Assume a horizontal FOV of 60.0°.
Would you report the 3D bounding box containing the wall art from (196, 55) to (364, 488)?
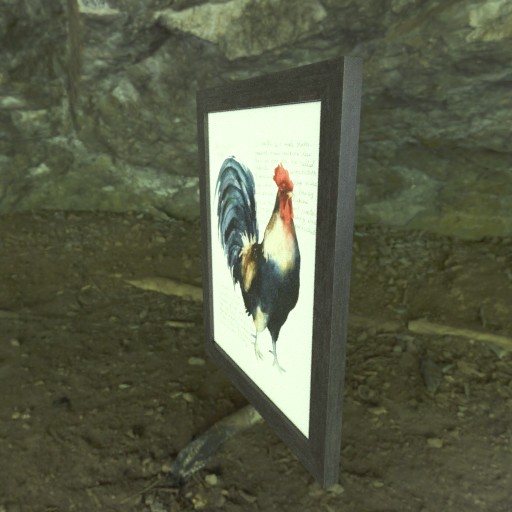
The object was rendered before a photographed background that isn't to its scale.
[{"bbox_3d":[0.000,0.000,0.778,0.027,0.580,0.479,-8,17,-26],"label":"wall art"}]
